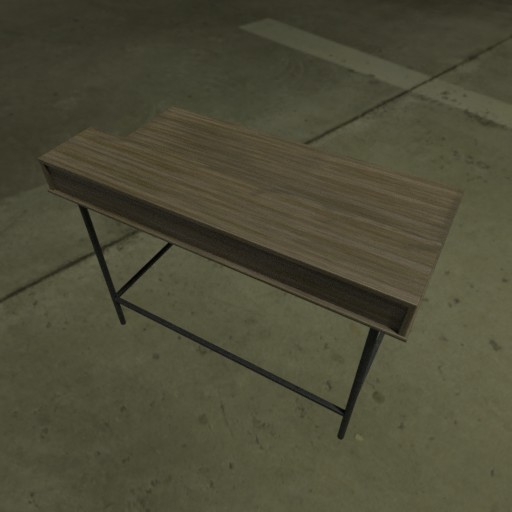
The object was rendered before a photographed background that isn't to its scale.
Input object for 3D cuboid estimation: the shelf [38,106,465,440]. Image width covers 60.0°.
[{"bbox_3d":[0.000,0.000,1.696,1.212,0.865,0.685,22,49,20],"label":"shelf"}]
